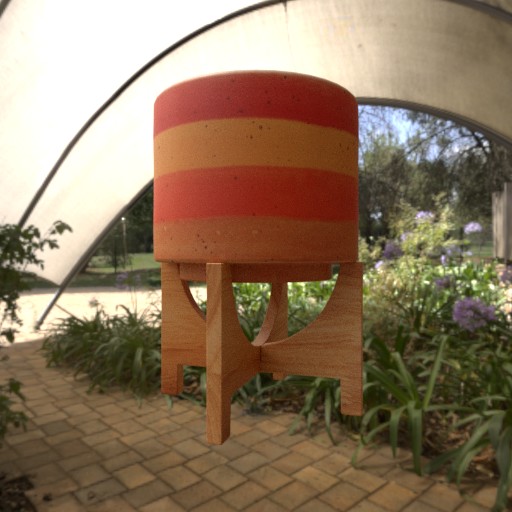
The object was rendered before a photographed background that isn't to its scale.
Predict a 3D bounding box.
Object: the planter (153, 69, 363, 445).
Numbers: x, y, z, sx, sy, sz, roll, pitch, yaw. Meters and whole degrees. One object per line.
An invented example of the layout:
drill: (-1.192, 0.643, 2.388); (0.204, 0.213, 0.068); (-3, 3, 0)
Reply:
planter: (0.000, 0.000, 0.573); (0.269, 0.379, 0.269); (0, 0, 0)
